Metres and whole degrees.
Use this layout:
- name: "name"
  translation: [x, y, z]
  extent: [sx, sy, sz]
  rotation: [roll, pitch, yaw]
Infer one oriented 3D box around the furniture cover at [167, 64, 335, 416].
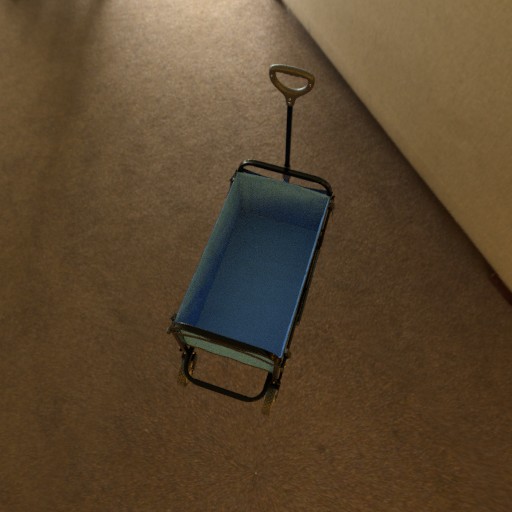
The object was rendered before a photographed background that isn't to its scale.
- name: "furniture cover"
  translation: [0.000, 0.000, 1.839]
  extent: [0.532, 1.295, 1.038]
  rotation: [16, 65, 8]
